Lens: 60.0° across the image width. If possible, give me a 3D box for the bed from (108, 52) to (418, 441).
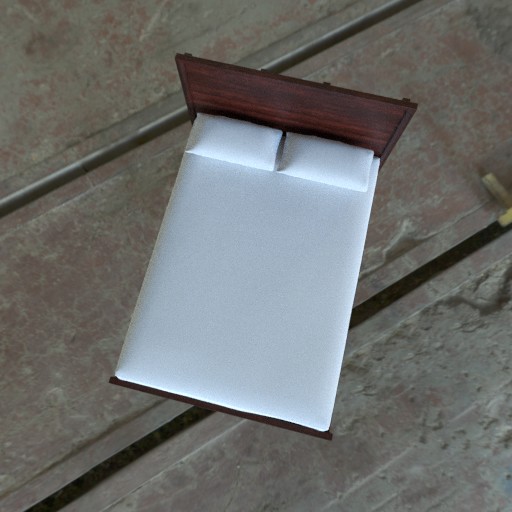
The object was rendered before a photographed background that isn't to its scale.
[{"bbox_3d":[0.000,0.000,4.033,2.040,1.492,2.803,13,75,4],"label":"bed"}]
